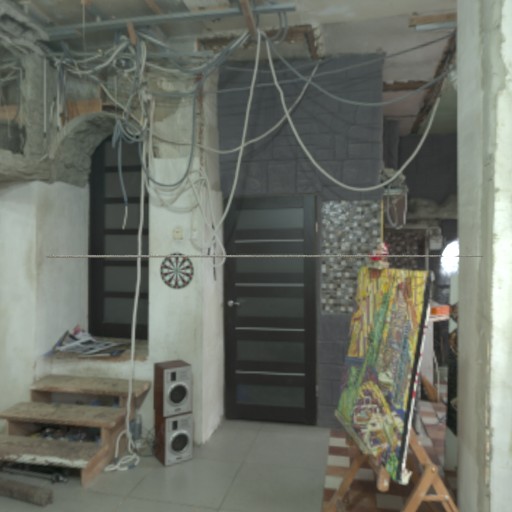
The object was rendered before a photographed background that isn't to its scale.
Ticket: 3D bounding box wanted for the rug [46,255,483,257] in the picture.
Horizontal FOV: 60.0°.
[{"bbox_3d":[0.000,0.000,3.049,2.438,0.008,1.523,0,0,-18],"label":"rug"}]
